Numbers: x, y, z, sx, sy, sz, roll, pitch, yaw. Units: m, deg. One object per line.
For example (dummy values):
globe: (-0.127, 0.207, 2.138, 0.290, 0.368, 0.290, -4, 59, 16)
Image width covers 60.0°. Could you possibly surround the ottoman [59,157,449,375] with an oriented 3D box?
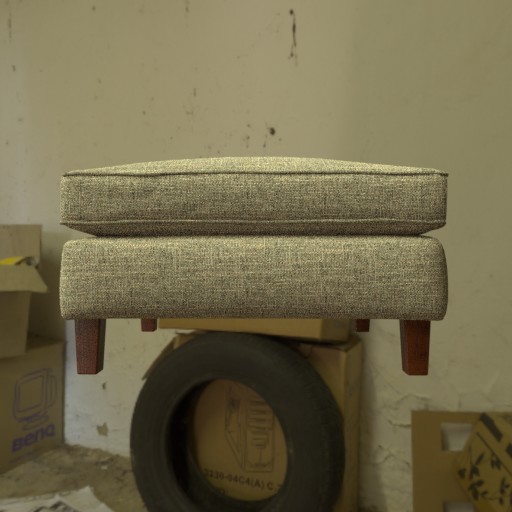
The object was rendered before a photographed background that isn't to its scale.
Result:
ottoman: (0.000, 0.000, 0.981, 0.686, 0.406, 0.508, 0, 1, 1)
